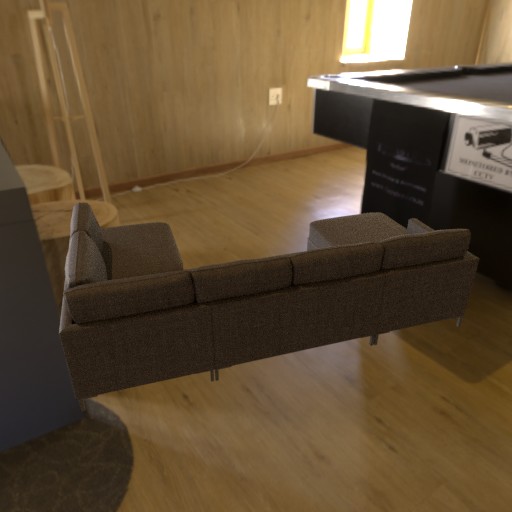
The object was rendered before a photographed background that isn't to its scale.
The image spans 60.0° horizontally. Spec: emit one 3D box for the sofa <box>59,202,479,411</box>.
[{"bbox_3d":[0.000,0.000,4.288,3.423,0.999,2.048,-9,29,-16],"label":"sofa"}]
